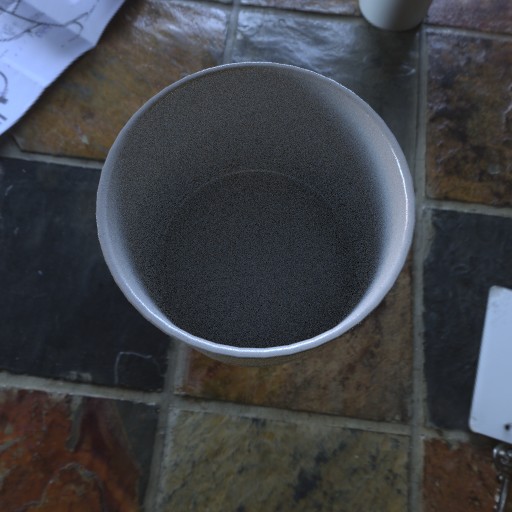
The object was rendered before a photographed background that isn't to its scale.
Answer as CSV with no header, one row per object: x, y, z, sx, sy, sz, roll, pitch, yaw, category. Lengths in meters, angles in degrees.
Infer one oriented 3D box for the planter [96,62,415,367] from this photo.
0.000,0.000,0.510,0.249,0.343,0.249,0,74,0,planter
